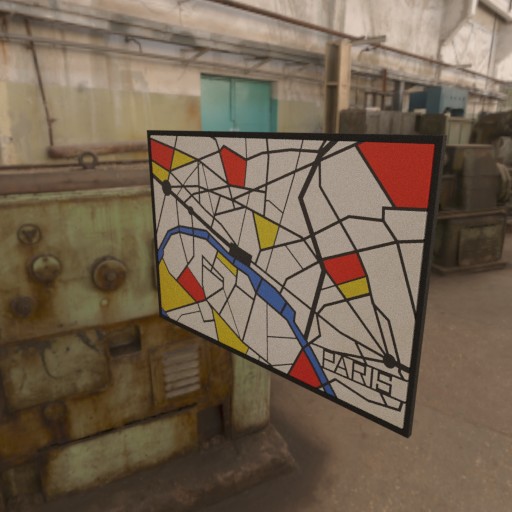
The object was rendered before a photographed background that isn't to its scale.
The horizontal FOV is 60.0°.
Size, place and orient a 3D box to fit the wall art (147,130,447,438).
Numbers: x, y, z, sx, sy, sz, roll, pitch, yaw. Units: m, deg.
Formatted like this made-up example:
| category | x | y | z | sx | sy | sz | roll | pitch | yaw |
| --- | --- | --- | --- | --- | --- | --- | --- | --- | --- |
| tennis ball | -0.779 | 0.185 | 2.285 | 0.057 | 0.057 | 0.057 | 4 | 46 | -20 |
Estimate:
| category | x | y | z | sx | sy | sz | roll | pitch | yaw |
| --- | --- | --- | --- | --- | --- | --- | --- | --- | --- |
| wall art | 0.000 | 0.000 | 0.851 | 0.664 | 0.458 | 0.013 | 15 | 22 | 41 |
